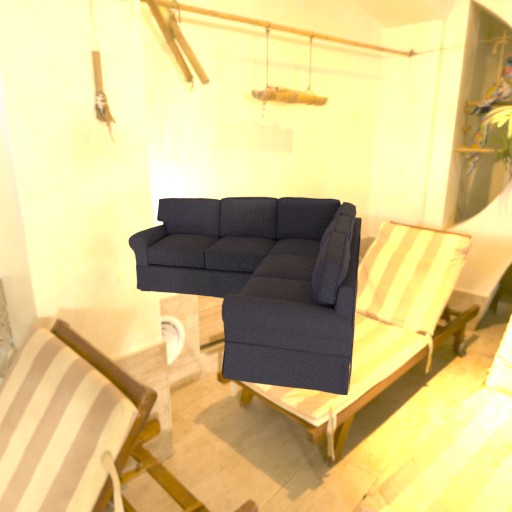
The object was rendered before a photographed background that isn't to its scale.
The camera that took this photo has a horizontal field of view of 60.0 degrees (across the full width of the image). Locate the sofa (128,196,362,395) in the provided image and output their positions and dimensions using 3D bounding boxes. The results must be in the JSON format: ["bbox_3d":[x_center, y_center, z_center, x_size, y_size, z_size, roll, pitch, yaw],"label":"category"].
[{"bbox_3d":[0.000,0.000,5.180,2.874,1.169,3.773,-16,23,-43],"label":"sofa"}]
